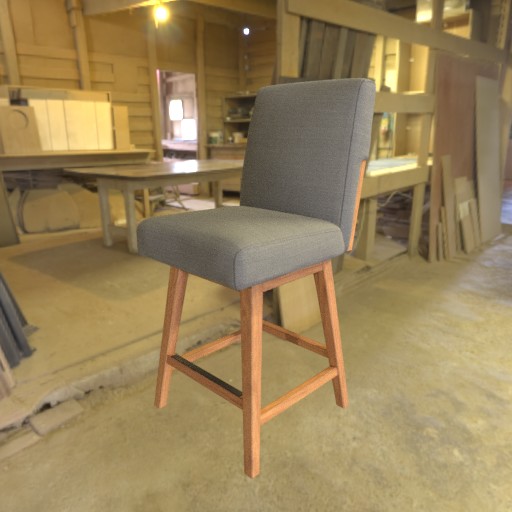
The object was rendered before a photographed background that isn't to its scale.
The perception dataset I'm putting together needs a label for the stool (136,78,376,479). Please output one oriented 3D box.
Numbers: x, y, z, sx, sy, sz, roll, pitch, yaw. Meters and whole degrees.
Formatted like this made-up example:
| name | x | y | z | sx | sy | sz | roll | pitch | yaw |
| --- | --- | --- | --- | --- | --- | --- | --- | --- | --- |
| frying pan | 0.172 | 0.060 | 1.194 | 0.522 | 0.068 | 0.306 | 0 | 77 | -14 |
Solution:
| name | x | y | z | sx | sy | sz | roll | pitch | yaw |
| --- | --- | --- | --- | --- | --- | --- | --- | --- | --- |
| stool | 0.000 | 0.000 | 1.338 | 0.459 | 1.019 | 0.570 | 15 | 22 | 42 |
